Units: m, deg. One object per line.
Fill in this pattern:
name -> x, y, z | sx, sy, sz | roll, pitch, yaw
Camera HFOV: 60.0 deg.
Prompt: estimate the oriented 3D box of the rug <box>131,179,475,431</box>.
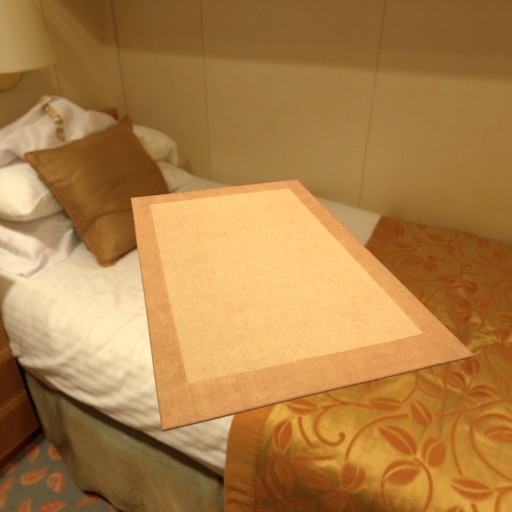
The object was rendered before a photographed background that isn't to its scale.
rug -> 0.000, 0.000, 2.993 | 1.524, 0.014, 2.438 | -9, 32, -14
